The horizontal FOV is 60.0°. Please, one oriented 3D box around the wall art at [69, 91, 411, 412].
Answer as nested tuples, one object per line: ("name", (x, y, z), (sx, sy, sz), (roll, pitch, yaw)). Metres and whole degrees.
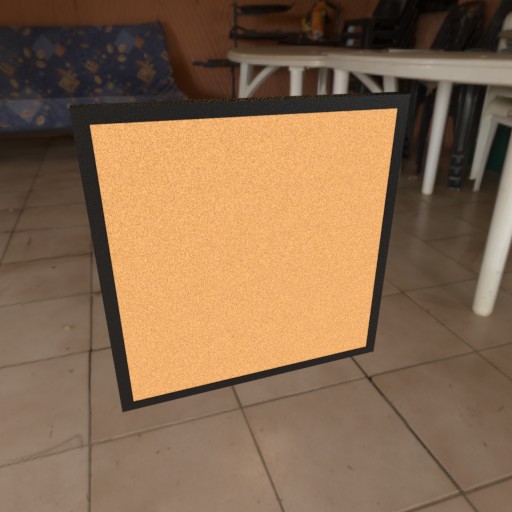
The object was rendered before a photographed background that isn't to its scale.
("wall art", (0.000, 0.000, 0.752), (0.506, 0.506, 0.038), (-9, 27, -17))
